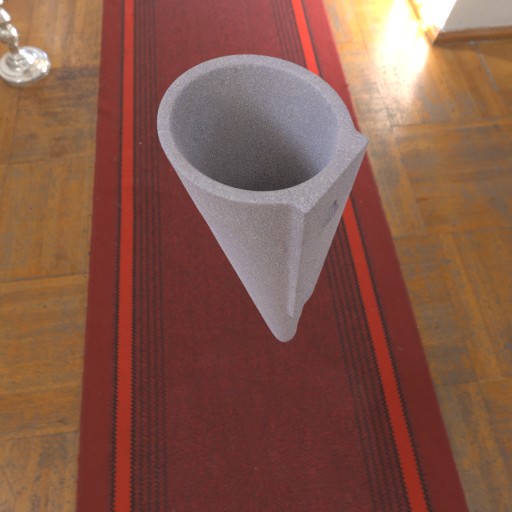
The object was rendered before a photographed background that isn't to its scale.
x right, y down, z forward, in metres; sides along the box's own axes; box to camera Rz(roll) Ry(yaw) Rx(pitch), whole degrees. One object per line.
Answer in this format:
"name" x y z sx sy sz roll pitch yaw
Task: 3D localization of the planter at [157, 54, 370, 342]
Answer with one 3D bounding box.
"planter" 0.000 0.000 0.302 0.087 0.259 0.078 35 69 15
